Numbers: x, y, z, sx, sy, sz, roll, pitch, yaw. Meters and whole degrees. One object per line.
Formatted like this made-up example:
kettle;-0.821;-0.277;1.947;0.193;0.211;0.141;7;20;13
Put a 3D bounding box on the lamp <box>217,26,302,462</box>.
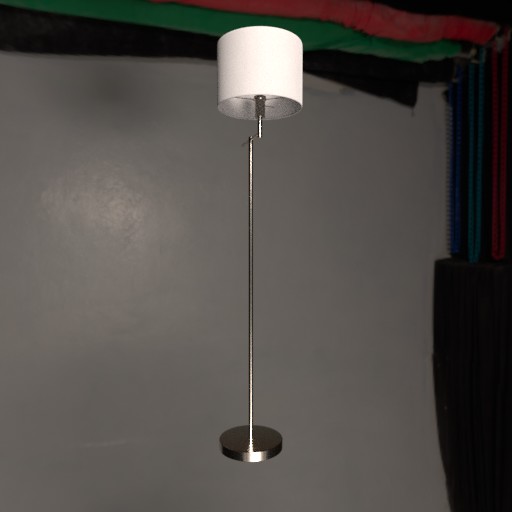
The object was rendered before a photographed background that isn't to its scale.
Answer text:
lamp;0.000;0.000;1.758;0.324;1.600;0.416;-1;2;-18
